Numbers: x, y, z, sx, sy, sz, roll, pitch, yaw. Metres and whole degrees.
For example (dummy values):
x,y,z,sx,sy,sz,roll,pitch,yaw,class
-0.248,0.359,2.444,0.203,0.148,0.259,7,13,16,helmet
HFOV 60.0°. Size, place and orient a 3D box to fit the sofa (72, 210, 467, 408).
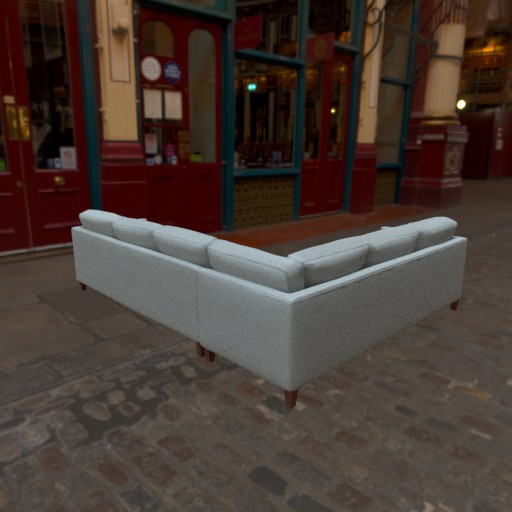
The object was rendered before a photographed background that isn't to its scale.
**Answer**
x,y,z,sx,sy,sz,roll,pitch,yaw,class
0.000,0.000,4.620,2.592,0.947,3.301,-13,19,-42,sofa
